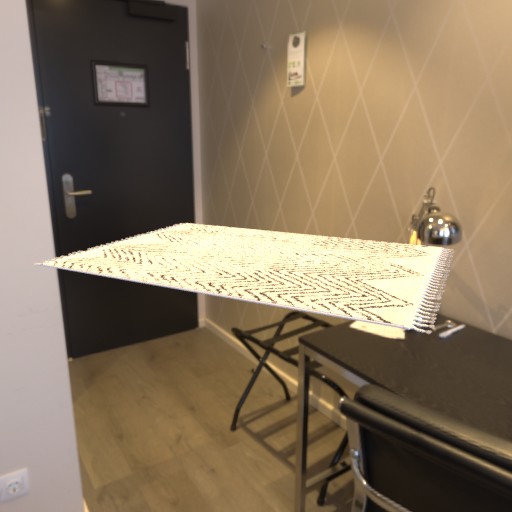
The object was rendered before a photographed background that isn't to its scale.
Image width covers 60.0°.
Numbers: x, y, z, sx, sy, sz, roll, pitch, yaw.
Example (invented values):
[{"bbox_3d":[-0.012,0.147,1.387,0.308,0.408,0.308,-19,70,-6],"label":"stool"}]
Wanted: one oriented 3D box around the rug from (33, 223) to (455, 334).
[{"bbox_3d":[0.000,0.000,2.301,1.847,0.014,1.230,7,16,25],"label":"rug"}]
